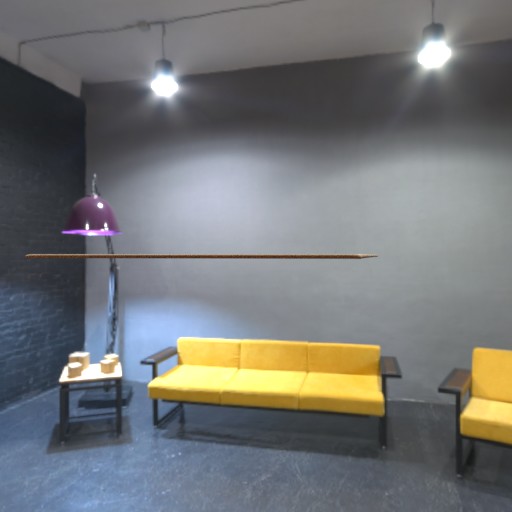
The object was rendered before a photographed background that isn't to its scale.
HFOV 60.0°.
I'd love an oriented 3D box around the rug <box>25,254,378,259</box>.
[{"bbox_3d":[0.000,0.000,2.070,1.062,0.013,1.667,0,0,17],"label":"rug"}]
